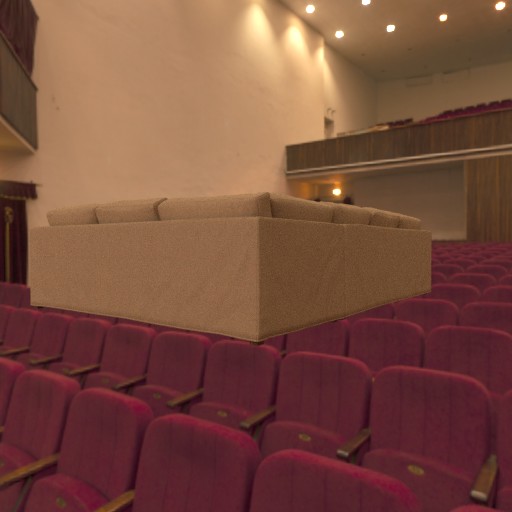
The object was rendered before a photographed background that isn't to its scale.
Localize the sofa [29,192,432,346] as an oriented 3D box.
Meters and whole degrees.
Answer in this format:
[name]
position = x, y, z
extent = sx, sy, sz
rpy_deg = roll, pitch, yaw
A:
[sofa]
position = 0.000, 0.000, 4.291
extent = 2.432, 0.871, 3.182
rpy_deg = 1, 2, 37
